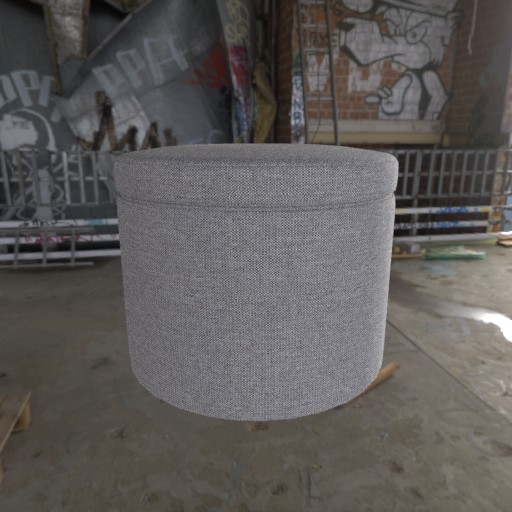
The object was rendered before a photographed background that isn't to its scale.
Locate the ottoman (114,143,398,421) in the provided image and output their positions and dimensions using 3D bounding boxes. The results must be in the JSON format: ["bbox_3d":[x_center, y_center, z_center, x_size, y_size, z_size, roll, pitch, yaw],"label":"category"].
[{"bbox_3d":[0.000,0.000,0.859,0.500,0.419,0.500,0,15,0],"label":"ottoman"}]
